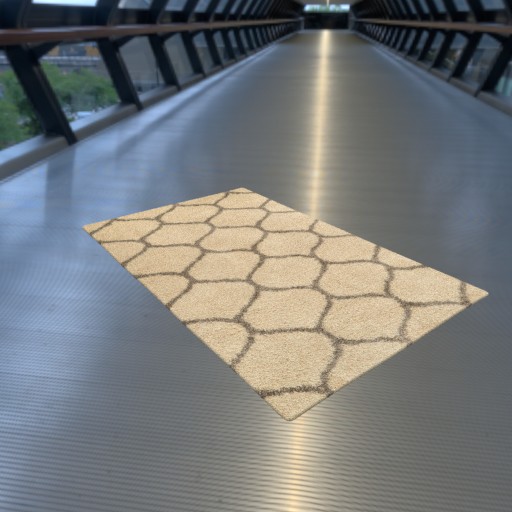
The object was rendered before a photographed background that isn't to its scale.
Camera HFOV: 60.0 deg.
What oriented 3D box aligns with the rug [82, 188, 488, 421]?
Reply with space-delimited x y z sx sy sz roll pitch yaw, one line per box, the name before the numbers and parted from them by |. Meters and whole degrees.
rug | 0.000 0.000 2.906 1.501 0.024 2.348 -19 33 -33
